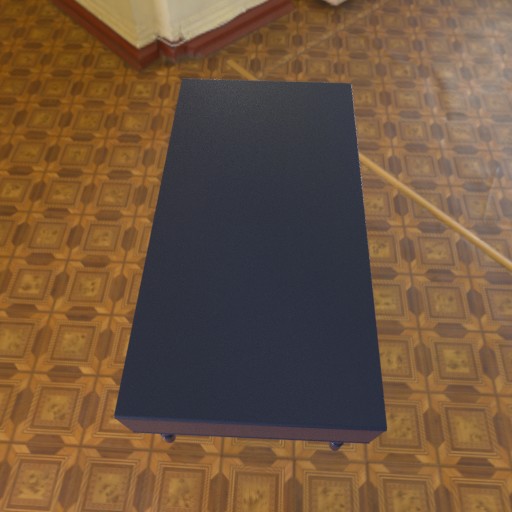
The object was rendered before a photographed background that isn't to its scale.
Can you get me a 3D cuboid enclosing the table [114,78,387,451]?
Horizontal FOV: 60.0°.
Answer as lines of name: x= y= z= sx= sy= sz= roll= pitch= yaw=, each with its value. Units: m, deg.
table: x=0.000 y=0.000 z=1.360 sx=0.572 sy=0.457 sz=1.067 roll=2 pitch=59 yaw=1
